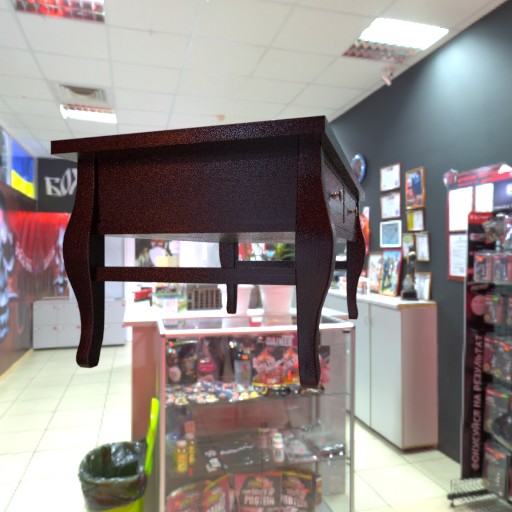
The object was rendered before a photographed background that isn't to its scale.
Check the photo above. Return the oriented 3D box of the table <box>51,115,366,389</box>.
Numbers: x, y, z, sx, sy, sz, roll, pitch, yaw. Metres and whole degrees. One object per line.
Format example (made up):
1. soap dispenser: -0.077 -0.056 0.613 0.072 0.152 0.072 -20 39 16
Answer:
1. table: 0.000 0.000 1.362 0.600 0.494 1.062 0 0 17
